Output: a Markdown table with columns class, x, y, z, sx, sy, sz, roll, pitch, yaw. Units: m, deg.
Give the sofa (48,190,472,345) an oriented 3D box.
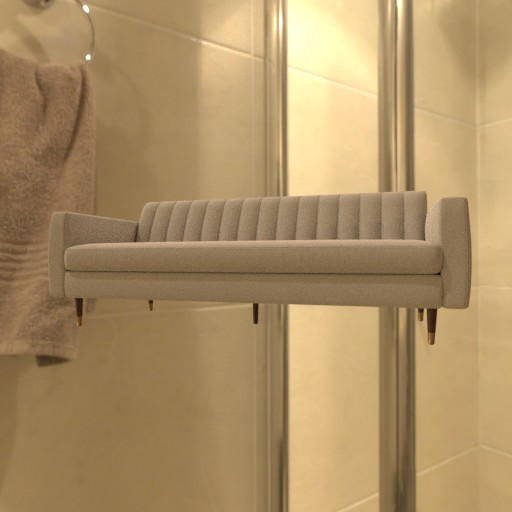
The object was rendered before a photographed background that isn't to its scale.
| class | x | y | z | sx | sy | sz | roll | pitch | yaw |
| --- | --- | --- | --- | --- | --- | --- | --- | --- | --- |
| sofa | 0.000 | 0.000 | 2.682 | 2.291 | 0.821 | 0.990 | 0 | 0 | 17 |
